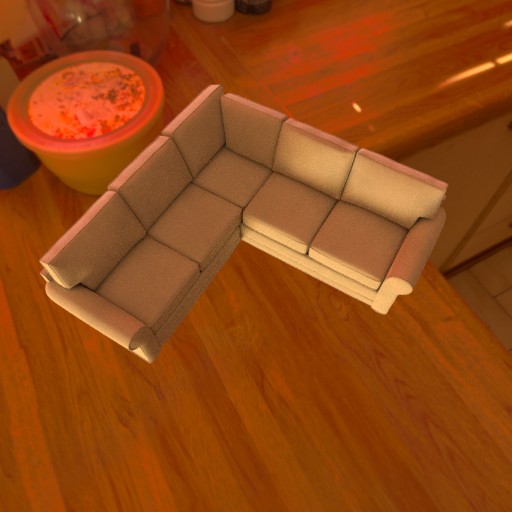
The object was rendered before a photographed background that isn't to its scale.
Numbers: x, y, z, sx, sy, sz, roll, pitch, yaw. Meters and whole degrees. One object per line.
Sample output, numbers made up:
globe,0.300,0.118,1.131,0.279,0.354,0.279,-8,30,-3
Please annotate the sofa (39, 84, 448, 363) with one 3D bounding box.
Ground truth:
sofa,0.000,0.000,3.849,2.562,1.053,2.487,27,63,16
